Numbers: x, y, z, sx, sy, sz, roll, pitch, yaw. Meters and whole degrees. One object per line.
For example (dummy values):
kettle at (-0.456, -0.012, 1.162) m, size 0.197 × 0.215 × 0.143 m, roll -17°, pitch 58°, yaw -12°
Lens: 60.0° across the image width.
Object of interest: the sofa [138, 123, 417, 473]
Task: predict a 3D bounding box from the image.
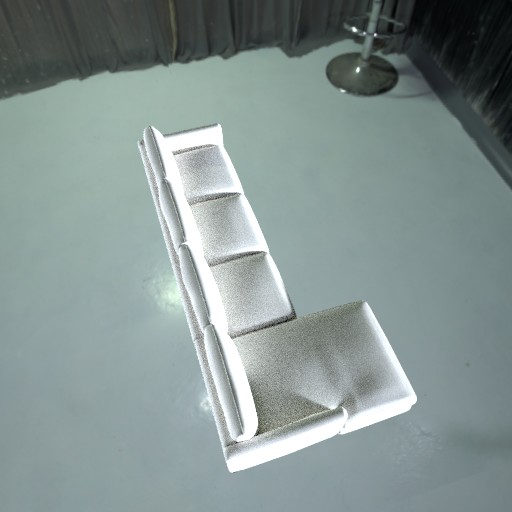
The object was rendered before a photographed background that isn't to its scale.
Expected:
sofa at (0.000, 0.000, 3.935) m, size 1.467 × 0.875 × 3.186 m, roll -16°, pitch 58°, yaw -10°
